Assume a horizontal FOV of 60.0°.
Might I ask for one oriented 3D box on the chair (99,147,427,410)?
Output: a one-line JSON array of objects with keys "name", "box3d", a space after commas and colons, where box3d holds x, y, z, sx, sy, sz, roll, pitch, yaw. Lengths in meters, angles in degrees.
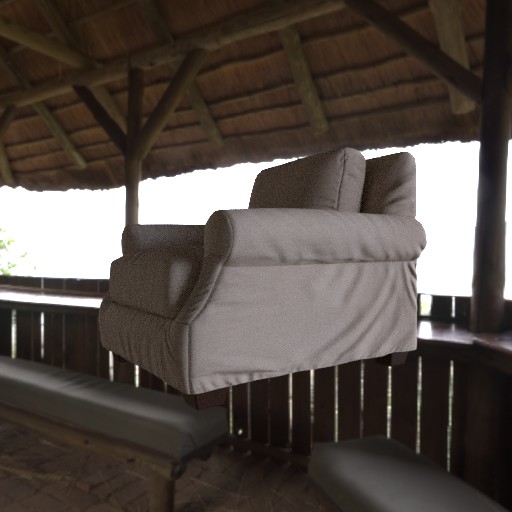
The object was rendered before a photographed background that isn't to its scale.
[{"name": "chair", "box3d": [0.000, 0.000, 1.811, 1.066, 0.866, 0.940, 0, 0, -35]}]
